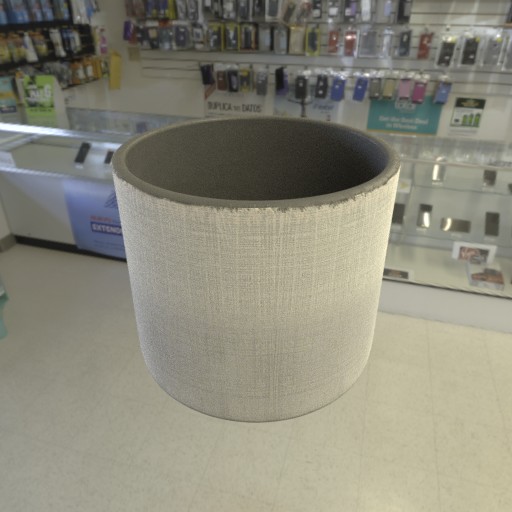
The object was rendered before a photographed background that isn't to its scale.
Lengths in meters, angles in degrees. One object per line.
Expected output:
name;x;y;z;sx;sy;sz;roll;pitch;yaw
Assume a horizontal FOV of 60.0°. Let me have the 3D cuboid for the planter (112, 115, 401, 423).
planter;0.000;0.000;0.403;0.226;0.201;0.226;0;31;0
